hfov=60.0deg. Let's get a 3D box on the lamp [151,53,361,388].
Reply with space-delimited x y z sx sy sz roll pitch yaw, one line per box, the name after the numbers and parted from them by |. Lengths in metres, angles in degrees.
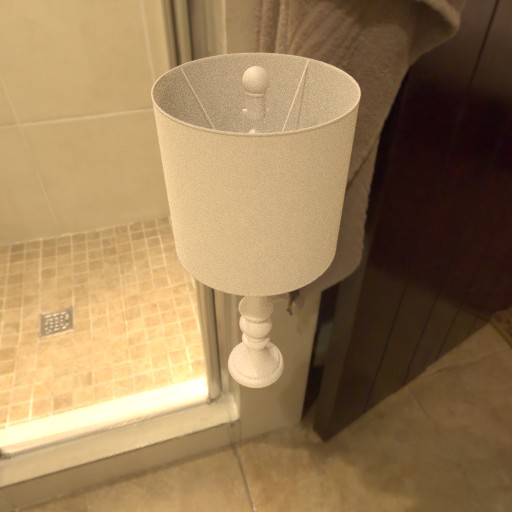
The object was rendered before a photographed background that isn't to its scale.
0.000 0.000 0.721 0.250 0.597 0.250 26 48 26 | lamp
